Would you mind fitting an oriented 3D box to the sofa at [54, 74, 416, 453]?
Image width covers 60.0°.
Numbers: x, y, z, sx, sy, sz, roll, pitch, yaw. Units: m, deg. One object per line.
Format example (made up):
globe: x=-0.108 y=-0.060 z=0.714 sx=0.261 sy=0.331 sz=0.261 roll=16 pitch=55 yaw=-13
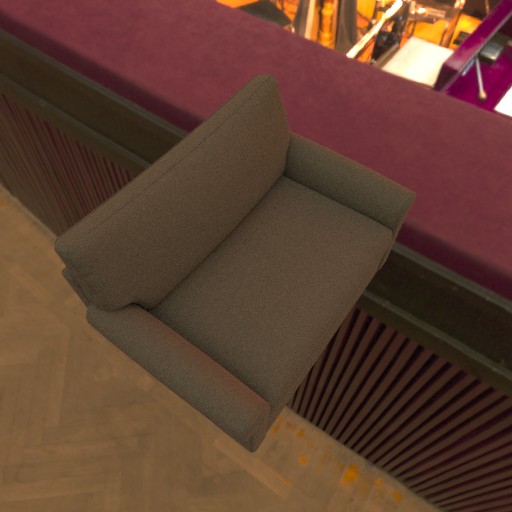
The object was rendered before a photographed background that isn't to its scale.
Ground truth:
sofa: x=0.000 y=0.000 z=2.055 sx=0.940 sy=0.953 sz=1.410 roll=31 pitch=62 yaw=19
